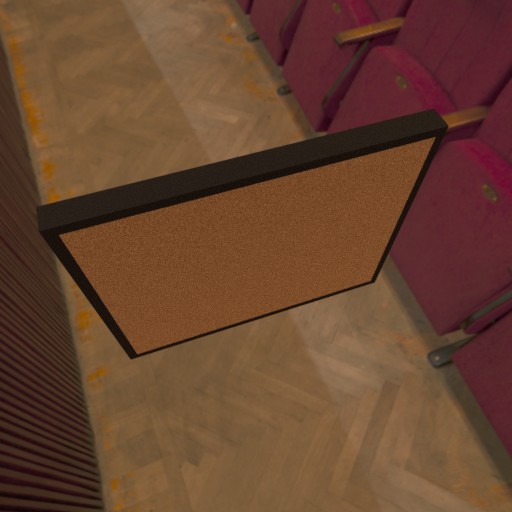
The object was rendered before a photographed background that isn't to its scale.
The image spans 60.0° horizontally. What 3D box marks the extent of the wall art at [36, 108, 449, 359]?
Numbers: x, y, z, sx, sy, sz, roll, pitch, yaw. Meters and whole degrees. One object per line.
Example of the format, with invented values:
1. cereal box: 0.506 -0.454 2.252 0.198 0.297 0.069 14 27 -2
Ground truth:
1. wall art: 0.000 0.000 0.552 0.397 0.325 0.028 -16 59 -10
